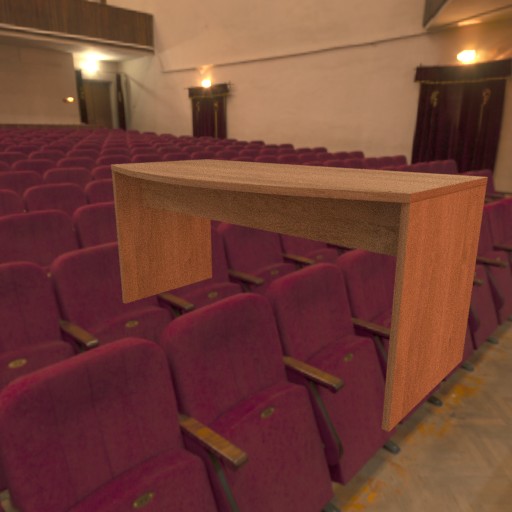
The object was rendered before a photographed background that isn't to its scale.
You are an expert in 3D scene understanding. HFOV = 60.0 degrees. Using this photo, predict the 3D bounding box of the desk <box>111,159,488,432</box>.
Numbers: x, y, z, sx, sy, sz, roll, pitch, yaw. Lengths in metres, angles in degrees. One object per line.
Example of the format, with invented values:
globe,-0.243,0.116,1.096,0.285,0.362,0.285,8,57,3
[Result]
desk,0.000,0.000,1.990,1.600,0.752,0.802,14,21,42
